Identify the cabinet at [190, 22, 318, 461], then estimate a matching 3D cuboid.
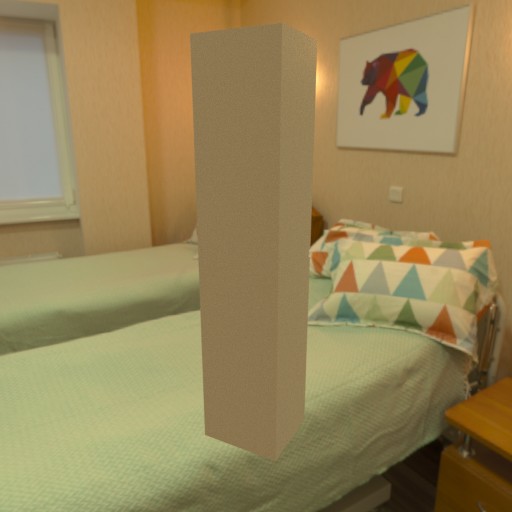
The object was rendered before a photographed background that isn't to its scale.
[{"bbox_3d":[0.000,0.000,1.553,0.300,1.400,0.269,8,18,27],"label":"cabinet"}]
